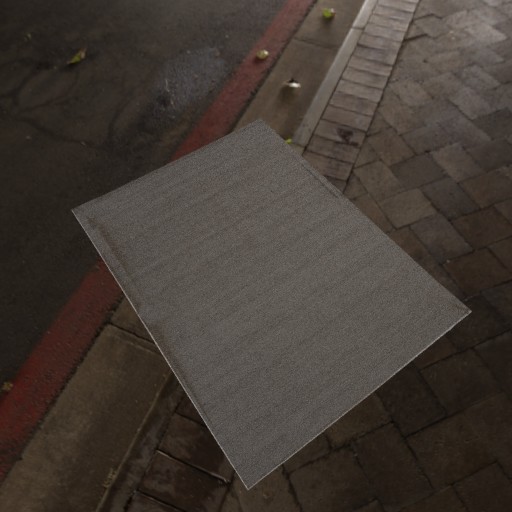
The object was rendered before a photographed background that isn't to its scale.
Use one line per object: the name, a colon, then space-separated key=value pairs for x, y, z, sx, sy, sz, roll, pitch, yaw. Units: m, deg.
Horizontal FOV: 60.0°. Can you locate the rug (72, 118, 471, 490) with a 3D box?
rug: x=0.000 y=0.000 z=5.025 sx=2.873 sy=0.053 sz=3.778 roll=-31 pitch=62 yaw=-19
